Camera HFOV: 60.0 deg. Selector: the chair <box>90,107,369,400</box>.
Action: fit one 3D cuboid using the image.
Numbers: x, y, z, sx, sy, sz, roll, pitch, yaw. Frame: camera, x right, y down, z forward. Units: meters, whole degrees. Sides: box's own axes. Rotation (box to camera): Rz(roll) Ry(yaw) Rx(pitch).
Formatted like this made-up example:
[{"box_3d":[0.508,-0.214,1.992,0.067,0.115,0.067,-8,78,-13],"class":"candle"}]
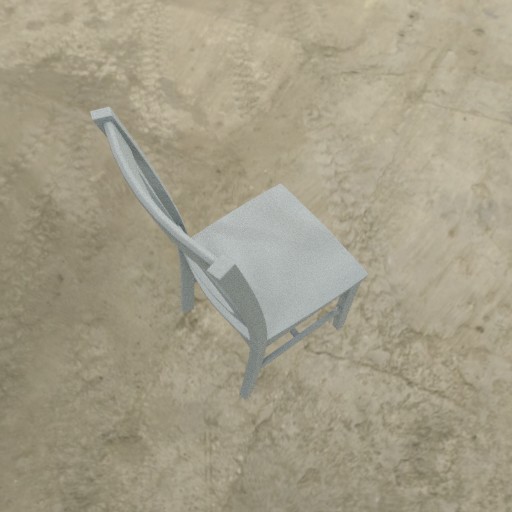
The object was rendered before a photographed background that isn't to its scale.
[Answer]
[{"box_3d":[0.000,0.000,1.307,0.542,0.983,0.485,-32,64,-18],"class":"chair"}]
